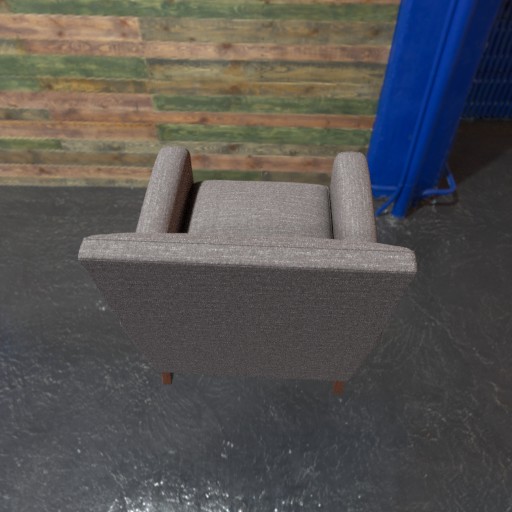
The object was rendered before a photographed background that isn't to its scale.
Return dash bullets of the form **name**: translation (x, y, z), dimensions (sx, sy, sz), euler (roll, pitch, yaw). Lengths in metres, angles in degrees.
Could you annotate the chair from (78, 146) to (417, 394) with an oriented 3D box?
- **chair**: translation (0.000, 0.000, 1.595), dimensions (0.838, 0.885, 0.875), euler (2, 46, 2)
